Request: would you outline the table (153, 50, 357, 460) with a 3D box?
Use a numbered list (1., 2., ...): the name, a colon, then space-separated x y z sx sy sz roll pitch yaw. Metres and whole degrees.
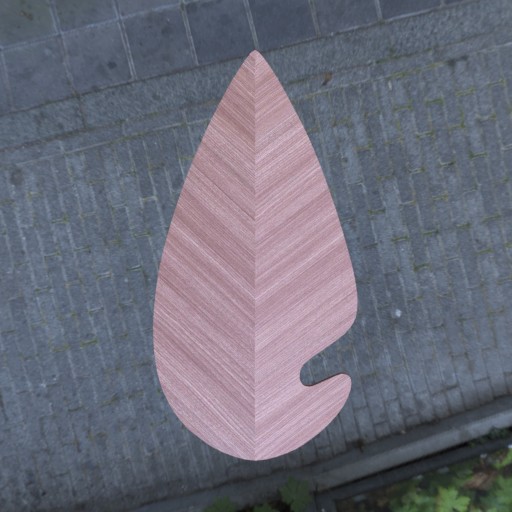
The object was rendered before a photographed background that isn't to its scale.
1. table: 0.000 0.000 1.475 0.598 0.360 1.199 0 91 1
